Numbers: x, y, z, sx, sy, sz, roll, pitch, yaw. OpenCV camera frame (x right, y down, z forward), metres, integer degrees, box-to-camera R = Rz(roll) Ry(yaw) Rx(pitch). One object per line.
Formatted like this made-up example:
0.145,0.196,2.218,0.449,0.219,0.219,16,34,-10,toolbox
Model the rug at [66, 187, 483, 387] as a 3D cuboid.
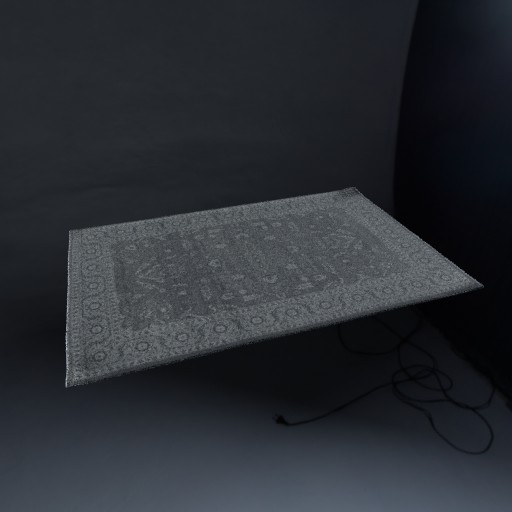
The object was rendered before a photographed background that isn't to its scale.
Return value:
0.000,0.000,2.280,1.828,0.019,1.209,-10,34,-16,rug
